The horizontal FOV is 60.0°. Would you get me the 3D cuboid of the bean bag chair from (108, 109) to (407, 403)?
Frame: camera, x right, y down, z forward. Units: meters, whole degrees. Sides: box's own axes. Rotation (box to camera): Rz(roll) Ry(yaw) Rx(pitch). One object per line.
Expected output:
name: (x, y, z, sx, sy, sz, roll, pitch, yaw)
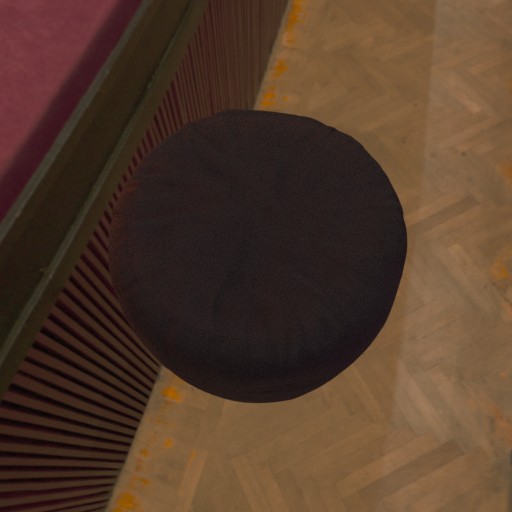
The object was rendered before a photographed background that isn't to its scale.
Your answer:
bean bag chair: (0.000, 0.000, 1.966, 1.219, 0.762, 1.219, 0, 64, 0)
